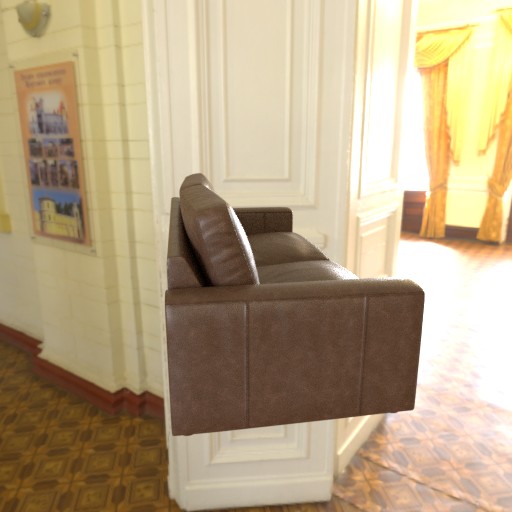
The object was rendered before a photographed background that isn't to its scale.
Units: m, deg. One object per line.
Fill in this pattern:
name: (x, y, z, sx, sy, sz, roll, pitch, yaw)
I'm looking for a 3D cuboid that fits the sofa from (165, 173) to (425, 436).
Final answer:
sofa: (0.000, 0.000, 2.661, 1.016, 0.873, 2.179, -3, 15, -10)
